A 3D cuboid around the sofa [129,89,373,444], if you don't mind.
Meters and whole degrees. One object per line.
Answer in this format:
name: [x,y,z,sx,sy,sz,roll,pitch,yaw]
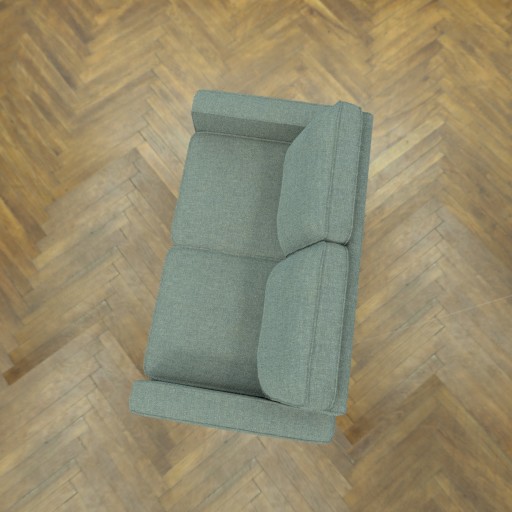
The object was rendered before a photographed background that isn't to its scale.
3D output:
sofa: [0.000,0.000,2.310,0.945,0.915,1.706,8,75,2]
